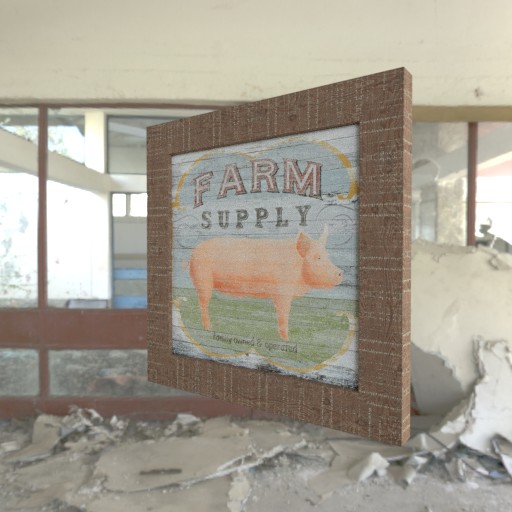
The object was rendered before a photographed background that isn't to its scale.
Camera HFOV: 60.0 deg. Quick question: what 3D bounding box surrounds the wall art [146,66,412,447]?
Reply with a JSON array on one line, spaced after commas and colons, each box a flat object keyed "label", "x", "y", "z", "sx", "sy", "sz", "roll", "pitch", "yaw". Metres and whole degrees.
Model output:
[{"label": "wall art", "x": 0.000, "y": 0.000, "z": 0.788, "sx": 0.531, "sy": 0.531, "sz": 0.040, "roll": 1, "pitch": 1, "yaw": 35}]
